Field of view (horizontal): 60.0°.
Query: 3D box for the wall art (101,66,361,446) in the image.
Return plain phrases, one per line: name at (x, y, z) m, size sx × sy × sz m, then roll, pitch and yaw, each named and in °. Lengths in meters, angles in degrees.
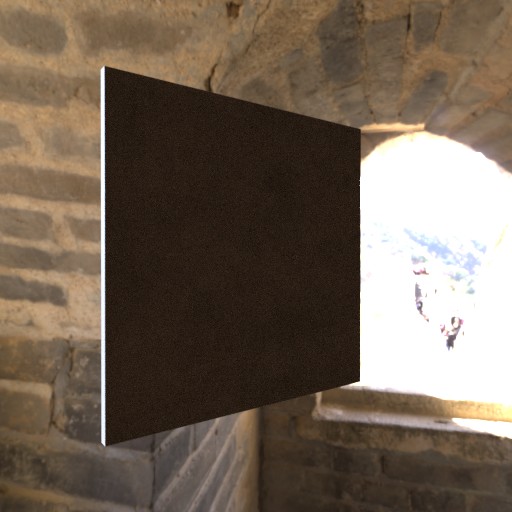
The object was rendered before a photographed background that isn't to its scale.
wall art at (0.000, 0.000, 0.972) m, size 0.664 × 0.661 × 0.020 m, roll 0°, pitch 0°, yaw -36°
